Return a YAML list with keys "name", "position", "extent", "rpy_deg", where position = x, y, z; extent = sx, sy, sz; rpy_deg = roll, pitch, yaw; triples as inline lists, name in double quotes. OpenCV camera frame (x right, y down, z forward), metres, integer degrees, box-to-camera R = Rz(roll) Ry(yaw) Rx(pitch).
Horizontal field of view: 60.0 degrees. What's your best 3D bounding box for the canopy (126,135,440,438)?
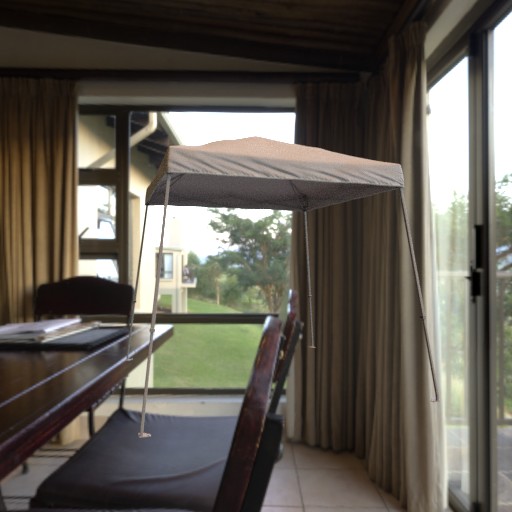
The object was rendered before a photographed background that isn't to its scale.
- name: "canopy"
  position: [0.000, 0.000, 5.239]
  extent: [2.849, 2.849, 2.848]
  rpy_deg: [0, -1, -18]
